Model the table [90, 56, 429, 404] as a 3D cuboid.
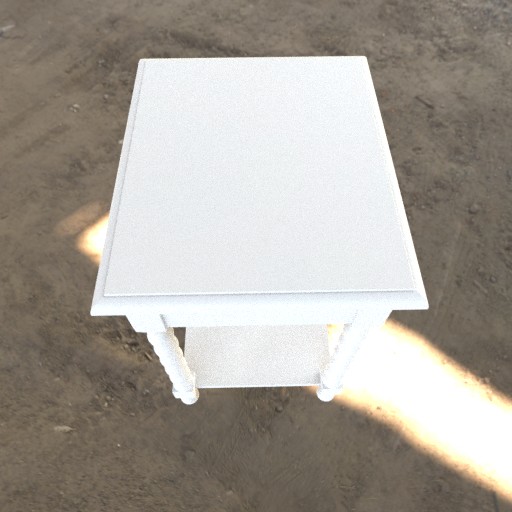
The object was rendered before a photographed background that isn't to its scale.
[{"bbox_3d":[0.000,0.000,0.831,0.381,0.531,0.460,-1,58,-1],"label":"table"}]
